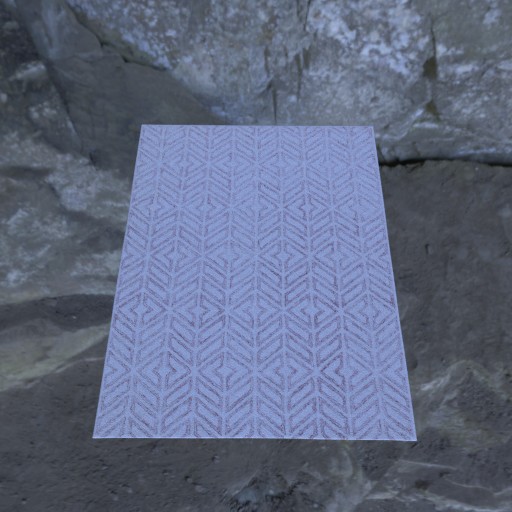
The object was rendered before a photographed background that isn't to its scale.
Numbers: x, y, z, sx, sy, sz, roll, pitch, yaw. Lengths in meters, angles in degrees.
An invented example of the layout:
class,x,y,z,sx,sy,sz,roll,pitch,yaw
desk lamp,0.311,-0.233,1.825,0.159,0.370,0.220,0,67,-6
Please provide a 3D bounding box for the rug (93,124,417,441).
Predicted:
class,x,y,z,sx,sy,sz,roll,pitch,yaw
rug,0.000,0.000,3.974,2.421,0.008,3.045,0,64,0
